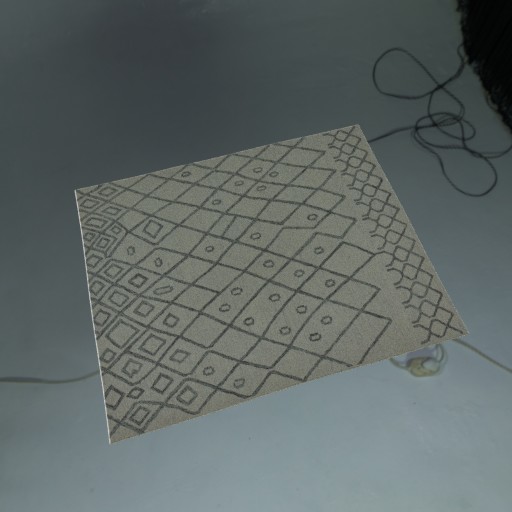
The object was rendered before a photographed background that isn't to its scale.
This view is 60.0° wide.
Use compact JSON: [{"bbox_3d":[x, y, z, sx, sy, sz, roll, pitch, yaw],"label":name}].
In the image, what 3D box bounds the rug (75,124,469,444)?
[{"bbox_3d":[0.000,0.000,4.090,3.046,0.015,2.446,-15,64,-7],"label":"rug"}]
